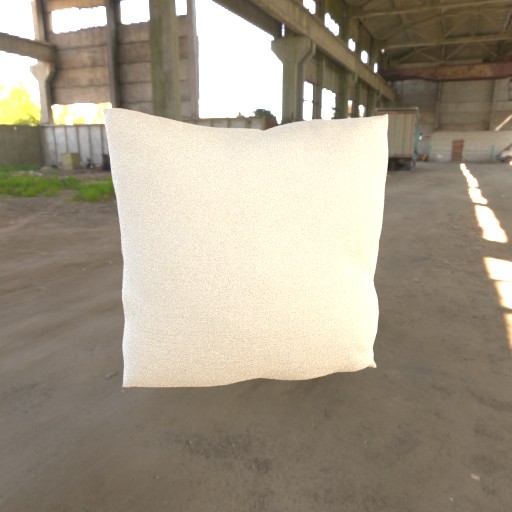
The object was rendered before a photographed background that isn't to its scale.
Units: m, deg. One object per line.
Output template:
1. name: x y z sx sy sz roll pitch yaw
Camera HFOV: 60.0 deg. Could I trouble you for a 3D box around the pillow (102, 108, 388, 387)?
1. pillow: 0.000 0.000 0.712 0.450 0.448 0.245 -2 15 -9
